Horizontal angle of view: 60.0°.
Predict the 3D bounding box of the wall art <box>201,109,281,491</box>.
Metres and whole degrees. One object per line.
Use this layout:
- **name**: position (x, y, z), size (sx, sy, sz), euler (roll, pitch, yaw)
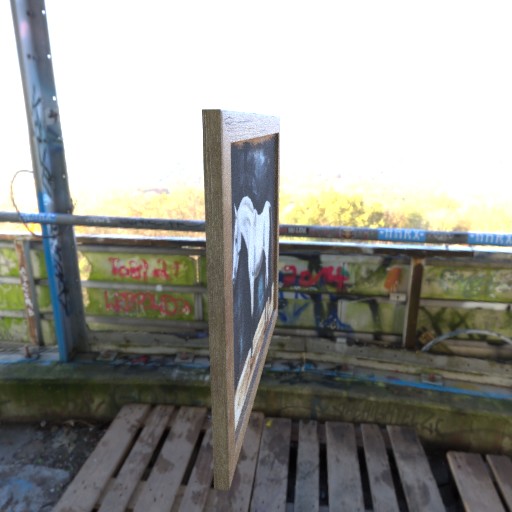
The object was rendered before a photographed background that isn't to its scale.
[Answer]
- **wall art**: position (0.000, 0.000, 0.960), size (0.026, 0.588, 0.690), euler (3, 17, 9)
